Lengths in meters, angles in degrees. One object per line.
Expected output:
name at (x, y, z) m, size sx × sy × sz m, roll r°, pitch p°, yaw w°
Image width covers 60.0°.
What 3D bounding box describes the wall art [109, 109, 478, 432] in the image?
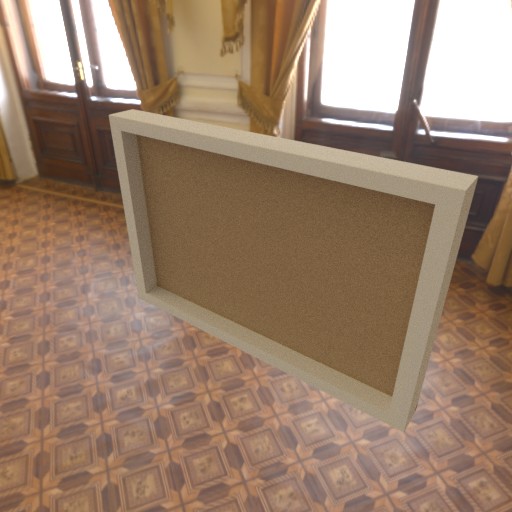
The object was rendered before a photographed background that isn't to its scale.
wall art at (0.000, 0.000, 0.480) m, size 0.384 × 0.254 × 0.039 m, roll 20°, pitch 36°, yaw 31°
